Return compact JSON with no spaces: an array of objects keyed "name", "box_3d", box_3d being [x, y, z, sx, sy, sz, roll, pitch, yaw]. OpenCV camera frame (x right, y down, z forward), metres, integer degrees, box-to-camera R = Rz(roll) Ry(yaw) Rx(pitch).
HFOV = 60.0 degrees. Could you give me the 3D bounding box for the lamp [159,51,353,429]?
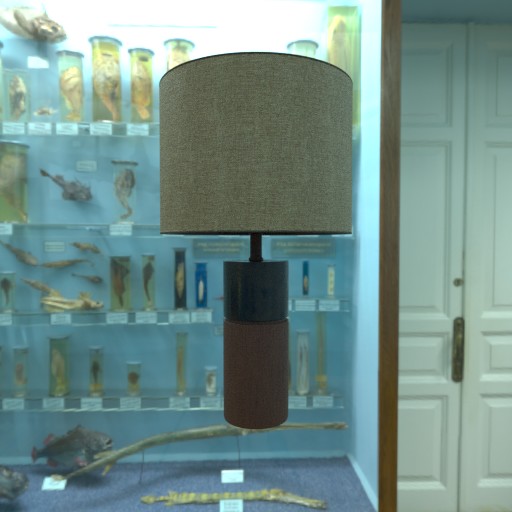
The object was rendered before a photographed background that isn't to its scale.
[{"name":"lamp","box_3d":[0.000,0.000,0.478,0.202,0.350,0.202,0,2,0]}]
